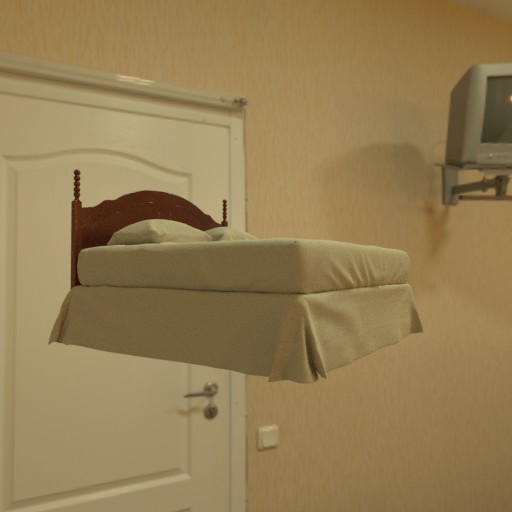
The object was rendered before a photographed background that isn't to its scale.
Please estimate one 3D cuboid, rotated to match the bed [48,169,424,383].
[{"bbox_3d":[0.000,0.000,3.636,2.219,1.355,2.322,-1,-2,35],"label":"bed"}]
